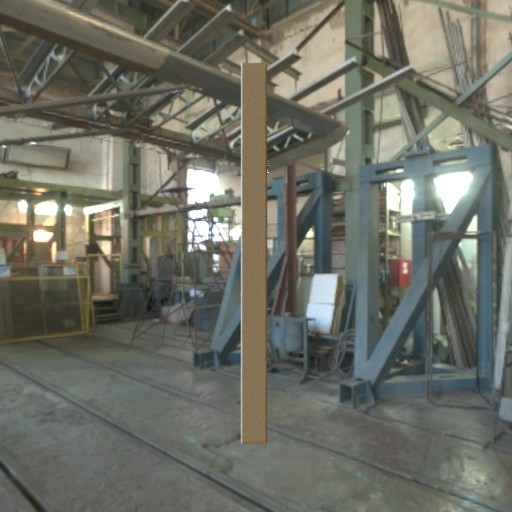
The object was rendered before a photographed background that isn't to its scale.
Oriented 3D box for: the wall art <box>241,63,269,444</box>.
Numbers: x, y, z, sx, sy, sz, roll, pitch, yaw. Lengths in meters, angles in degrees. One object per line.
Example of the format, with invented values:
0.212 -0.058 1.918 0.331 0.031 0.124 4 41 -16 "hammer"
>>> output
0.000 0.000 0.482 0.019 0.254 0.380 0 -1 0 "wall art"
